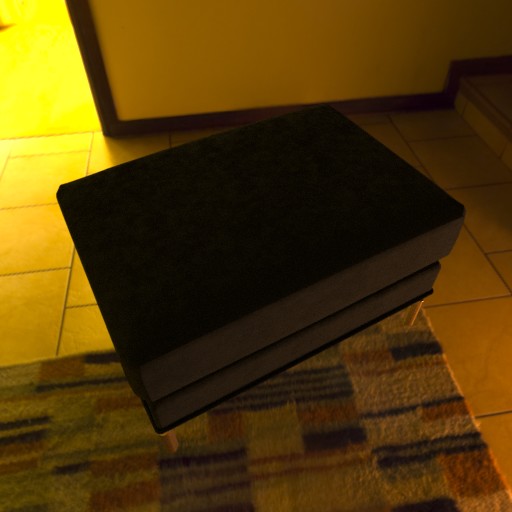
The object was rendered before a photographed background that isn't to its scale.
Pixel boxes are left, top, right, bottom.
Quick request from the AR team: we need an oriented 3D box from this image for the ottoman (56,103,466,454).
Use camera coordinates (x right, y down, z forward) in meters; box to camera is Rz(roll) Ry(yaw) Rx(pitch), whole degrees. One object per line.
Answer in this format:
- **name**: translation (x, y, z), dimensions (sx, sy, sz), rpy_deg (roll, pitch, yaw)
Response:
- **ottoman**: translation (0.000, 0.000, 1.204), dimensions (0.835, 0.498, 0.587), rpy_deg (-22, 51, -19)
